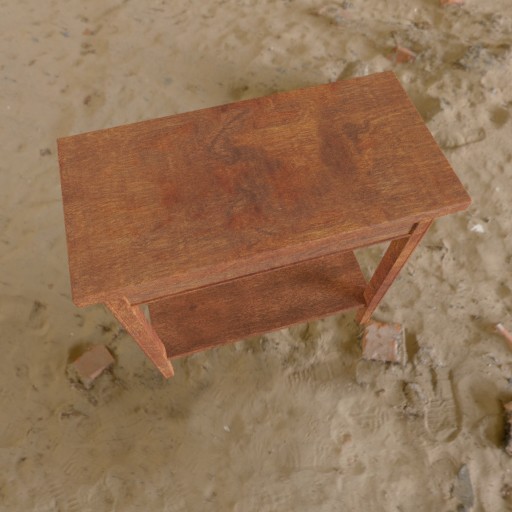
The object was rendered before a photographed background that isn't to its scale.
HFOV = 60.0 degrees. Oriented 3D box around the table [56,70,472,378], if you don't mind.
[{"bbox_3d":[0.000,0.000,0.982,0.610,0.610,0.305,-14,63,-7],"label":"table"}]
